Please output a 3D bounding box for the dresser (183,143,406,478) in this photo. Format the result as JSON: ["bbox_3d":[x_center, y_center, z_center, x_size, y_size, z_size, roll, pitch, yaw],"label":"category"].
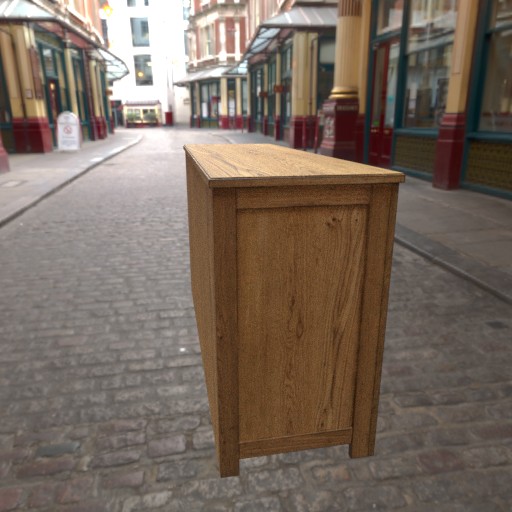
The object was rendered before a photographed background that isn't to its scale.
[{"bbox_3d":[0.000,0.000,2.060,0.563,0.932,1.657,-3,17,-11],"label":"dresser"}]
